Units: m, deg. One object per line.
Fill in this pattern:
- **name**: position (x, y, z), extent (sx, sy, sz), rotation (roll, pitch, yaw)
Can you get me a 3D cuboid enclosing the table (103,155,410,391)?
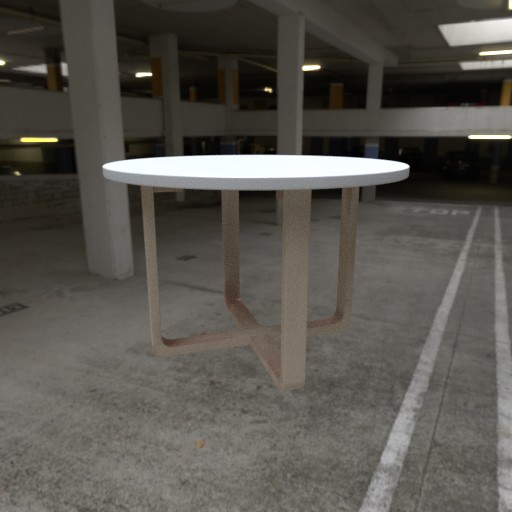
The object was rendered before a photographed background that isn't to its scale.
- **table**: position (0.000, 0.000, 0.967), extent (0.600, 0.400, 0.600), rotation (0, 16, 0)
